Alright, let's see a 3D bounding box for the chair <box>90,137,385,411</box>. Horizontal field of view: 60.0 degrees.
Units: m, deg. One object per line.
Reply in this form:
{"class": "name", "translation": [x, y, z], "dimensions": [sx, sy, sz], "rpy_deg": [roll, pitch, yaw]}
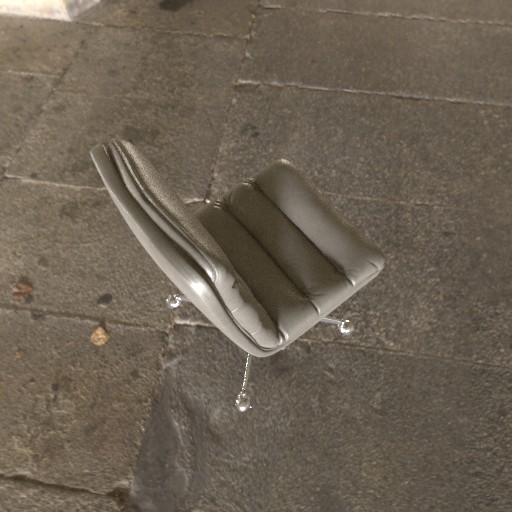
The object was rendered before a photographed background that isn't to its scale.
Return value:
{"class": "chair", "translation": [0.000, 0.000, 1.042], "dimensions": [0.485, 0.738, 0.422], "rpy_deg": [-32, 64, -18]}
